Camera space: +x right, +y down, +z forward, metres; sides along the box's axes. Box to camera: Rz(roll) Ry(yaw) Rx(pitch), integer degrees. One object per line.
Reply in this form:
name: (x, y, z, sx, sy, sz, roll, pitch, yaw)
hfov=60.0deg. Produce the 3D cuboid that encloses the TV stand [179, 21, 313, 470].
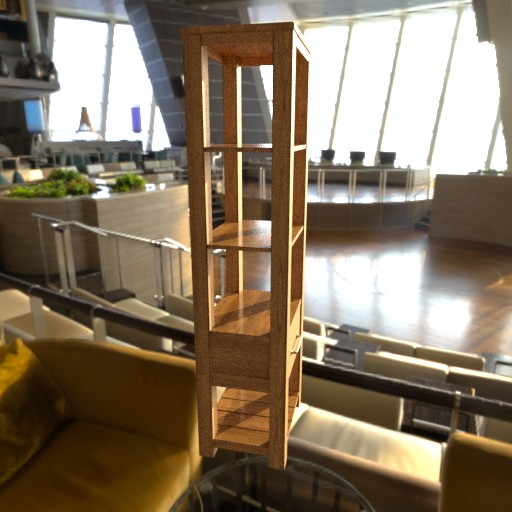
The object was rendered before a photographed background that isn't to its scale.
TV stand: (0.000, 0.000, 2.053, 0.435, 1.828, 0.565, 4, 16, 13)
